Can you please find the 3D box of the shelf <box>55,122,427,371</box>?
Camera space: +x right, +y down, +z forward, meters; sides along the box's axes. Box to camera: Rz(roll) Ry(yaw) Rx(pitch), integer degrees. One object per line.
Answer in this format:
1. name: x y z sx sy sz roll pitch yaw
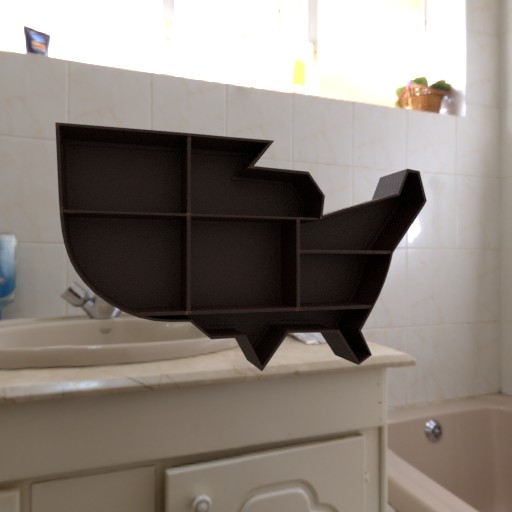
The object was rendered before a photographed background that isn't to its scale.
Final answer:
1. shelf: 0.000 0.000 0.891 0.729 0.439 0.112 0 -1 -17
